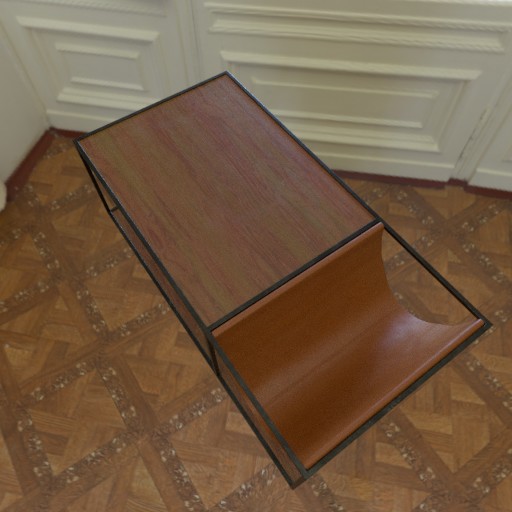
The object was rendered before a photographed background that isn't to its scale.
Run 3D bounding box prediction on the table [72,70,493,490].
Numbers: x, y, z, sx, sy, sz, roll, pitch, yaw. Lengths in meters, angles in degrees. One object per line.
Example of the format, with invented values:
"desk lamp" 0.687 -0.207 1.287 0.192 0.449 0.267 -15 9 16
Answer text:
"table" 0.000 0.000 1.432 0.597 0.403 1.199 -31 64 -17
